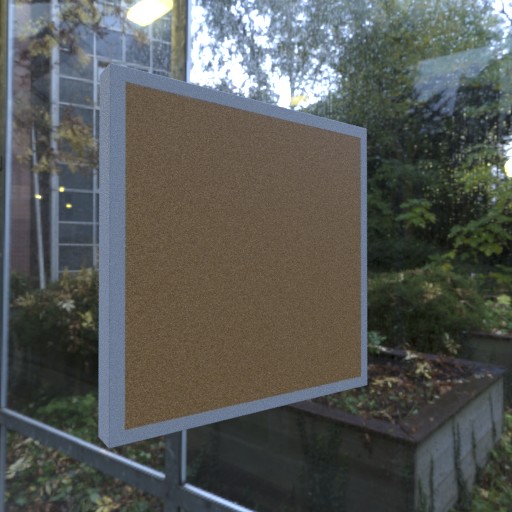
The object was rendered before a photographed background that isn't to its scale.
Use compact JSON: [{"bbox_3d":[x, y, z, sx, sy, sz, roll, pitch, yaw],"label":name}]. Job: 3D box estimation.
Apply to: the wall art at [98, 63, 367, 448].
[{"bbox_3d":[0.000,0.000,0.600,0.406,0.406,0.038,0,-1,-36],"label":"wall art"}]
